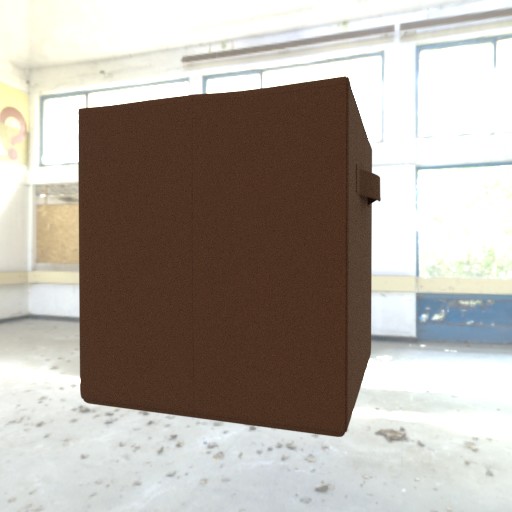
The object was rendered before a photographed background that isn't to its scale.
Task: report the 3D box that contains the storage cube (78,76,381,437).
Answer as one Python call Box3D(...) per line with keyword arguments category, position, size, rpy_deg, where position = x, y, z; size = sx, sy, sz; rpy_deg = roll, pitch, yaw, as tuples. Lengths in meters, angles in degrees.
Box3D(category="storage cube", position=(0.000, 0.000, 0.501), size=(0.270, 0.280, 0.270), rpy_deg=(0, 1, 18))
